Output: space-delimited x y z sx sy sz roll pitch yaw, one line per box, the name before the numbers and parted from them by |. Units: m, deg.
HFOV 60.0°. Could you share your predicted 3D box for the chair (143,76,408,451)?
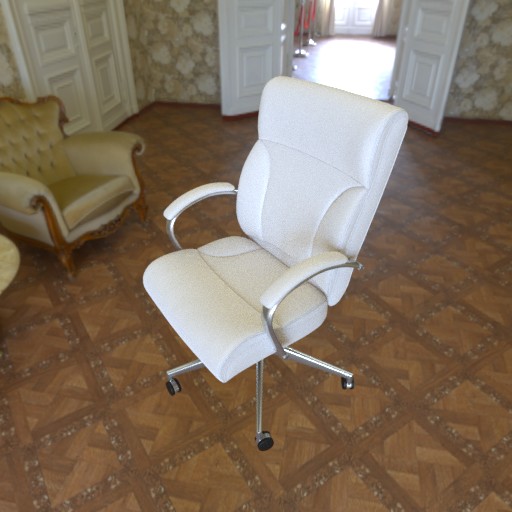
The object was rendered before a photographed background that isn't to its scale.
chair | 0.000 0.000 1.589 0.745 1.099 0.727 -21 38 -29
